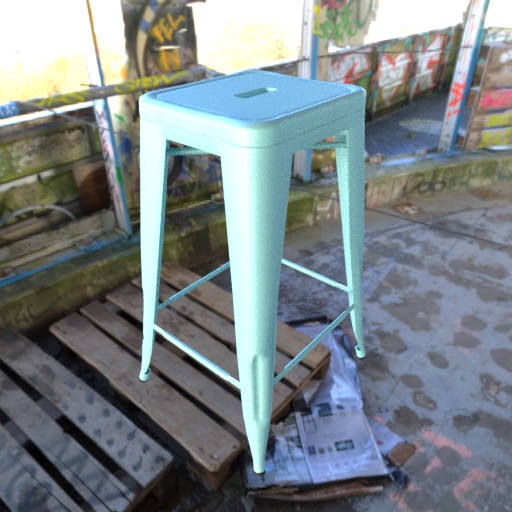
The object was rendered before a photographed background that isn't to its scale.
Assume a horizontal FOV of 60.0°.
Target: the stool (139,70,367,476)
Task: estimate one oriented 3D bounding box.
[{"bbox_3d":[0.000,0.000,0.851,0.359,0.609,0.399,24,40,33],"label":"stool"}]
